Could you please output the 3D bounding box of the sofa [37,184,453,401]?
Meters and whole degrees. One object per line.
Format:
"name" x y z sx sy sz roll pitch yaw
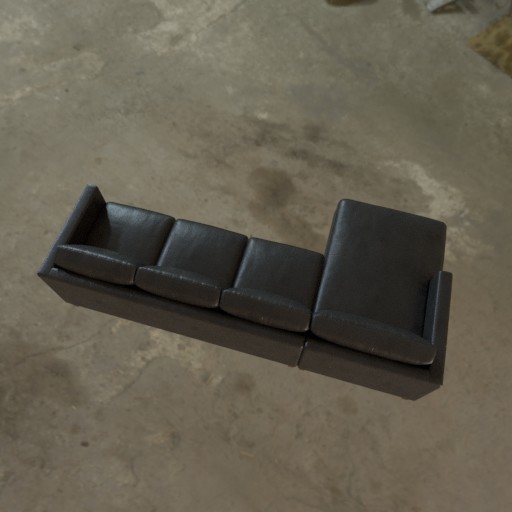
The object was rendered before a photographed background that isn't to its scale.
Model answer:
"sofa" 0.000 0.000 3.938 3.203 0.883 1.581 14 64 7
